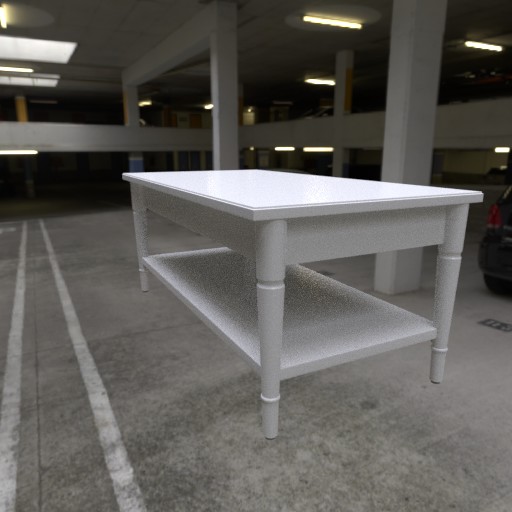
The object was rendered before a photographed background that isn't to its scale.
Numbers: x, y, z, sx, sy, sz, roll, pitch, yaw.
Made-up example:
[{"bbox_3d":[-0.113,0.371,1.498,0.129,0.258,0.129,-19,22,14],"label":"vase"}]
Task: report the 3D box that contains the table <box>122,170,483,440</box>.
[{"bbox_3d":[0.000,0.000,1.349,0.559,0.457,1.067,-7,16,-26],"label":"table"}]
